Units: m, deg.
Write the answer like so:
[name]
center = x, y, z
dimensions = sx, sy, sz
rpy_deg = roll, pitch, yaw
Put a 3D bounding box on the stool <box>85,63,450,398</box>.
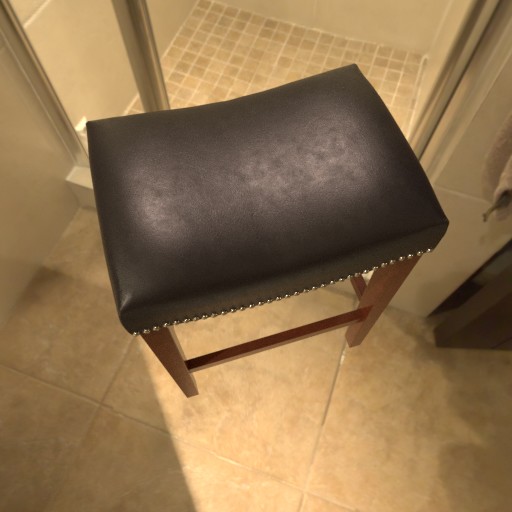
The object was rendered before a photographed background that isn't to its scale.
[stool]
center = 0.000, 0.000, 0.960
dimensions = 0.504, 0.654, 0.372
rpy_deg = -15, 64, -8
